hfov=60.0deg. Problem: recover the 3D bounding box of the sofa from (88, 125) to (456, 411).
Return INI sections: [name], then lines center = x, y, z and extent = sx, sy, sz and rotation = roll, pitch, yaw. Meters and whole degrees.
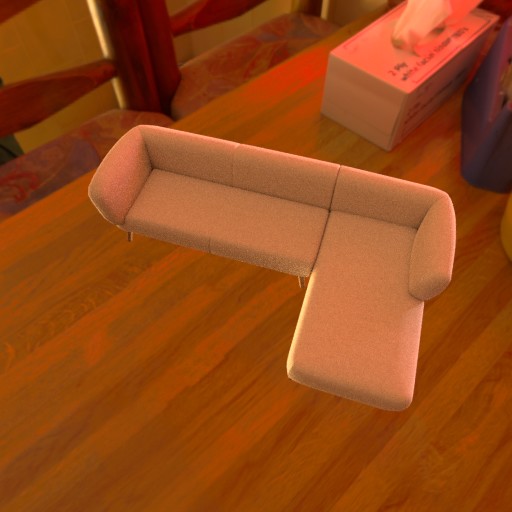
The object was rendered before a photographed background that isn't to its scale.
[sofa]
center = 0.000, 0.000, 3.338
extent = 2.660, 0.730, 1.610
rotation = 15, 59, 9
